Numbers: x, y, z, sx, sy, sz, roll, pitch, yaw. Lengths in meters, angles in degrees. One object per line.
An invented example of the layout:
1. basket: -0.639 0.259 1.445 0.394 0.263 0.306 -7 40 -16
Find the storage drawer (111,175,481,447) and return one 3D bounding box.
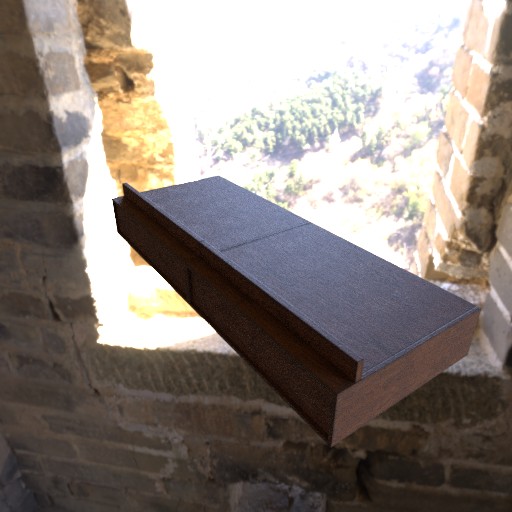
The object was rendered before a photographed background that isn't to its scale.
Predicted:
1. storage drawer: 0.000 0.000 2.215 0.774 0.339 1.914 -19 34 -30
